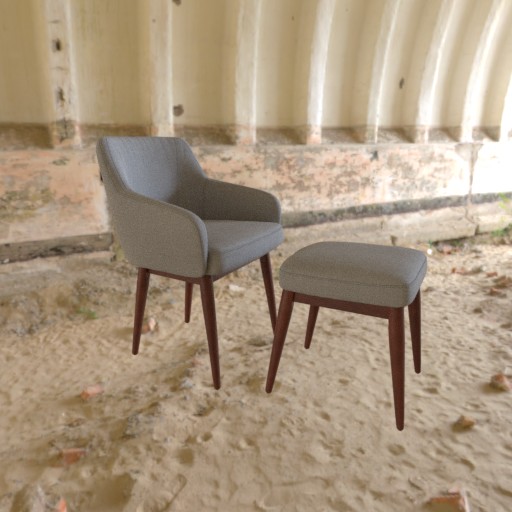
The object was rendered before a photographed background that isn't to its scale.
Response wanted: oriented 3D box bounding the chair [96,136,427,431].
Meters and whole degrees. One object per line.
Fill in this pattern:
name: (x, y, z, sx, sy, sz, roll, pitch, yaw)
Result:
chair: (0.000, 0.000, 1.531, 1.107, 0.799, 0.584, 8, 17, 26)
